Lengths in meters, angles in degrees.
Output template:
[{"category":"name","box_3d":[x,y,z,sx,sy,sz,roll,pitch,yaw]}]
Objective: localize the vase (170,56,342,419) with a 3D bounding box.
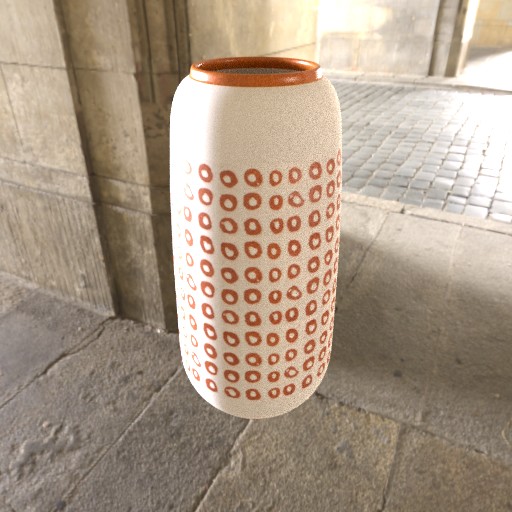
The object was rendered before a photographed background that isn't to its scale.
[{"category":"vase","box_3d":[0.000,0.000,0.352,0.133,0.282,0.133,0,31,0]}]
